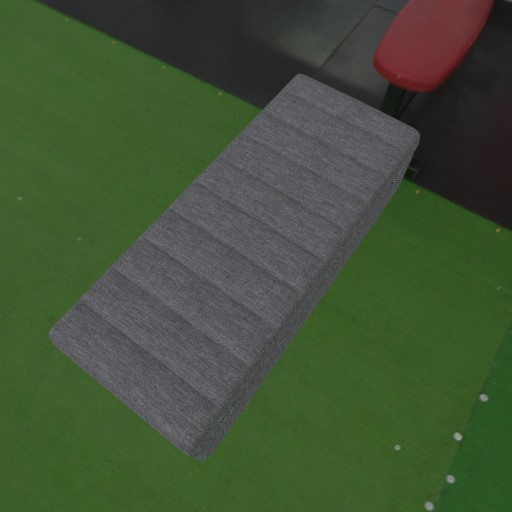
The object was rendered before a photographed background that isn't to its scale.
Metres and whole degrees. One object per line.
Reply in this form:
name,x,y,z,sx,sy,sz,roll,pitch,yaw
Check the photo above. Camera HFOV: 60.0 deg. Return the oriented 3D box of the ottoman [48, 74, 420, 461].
ottoman,0.000,0.000,1.421,0.482,0.469,1.151,33,67,16
